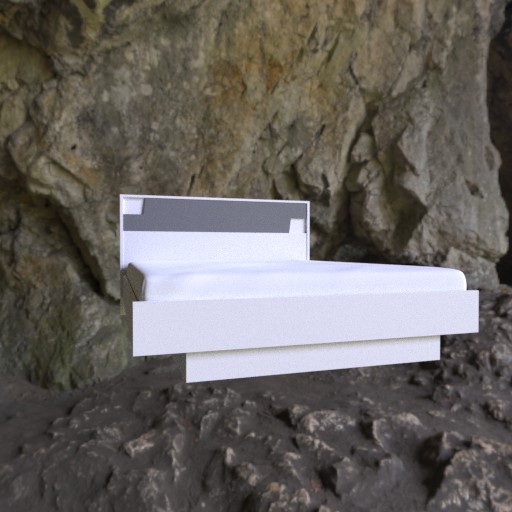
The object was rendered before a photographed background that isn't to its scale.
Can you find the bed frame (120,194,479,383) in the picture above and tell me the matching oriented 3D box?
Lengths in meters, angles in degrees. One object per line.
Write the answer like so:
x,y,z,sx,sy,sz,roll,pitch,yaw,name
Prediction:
0.000,0.000,2.956,1.711,1.001,2.100,0,1,-18,bed frame
